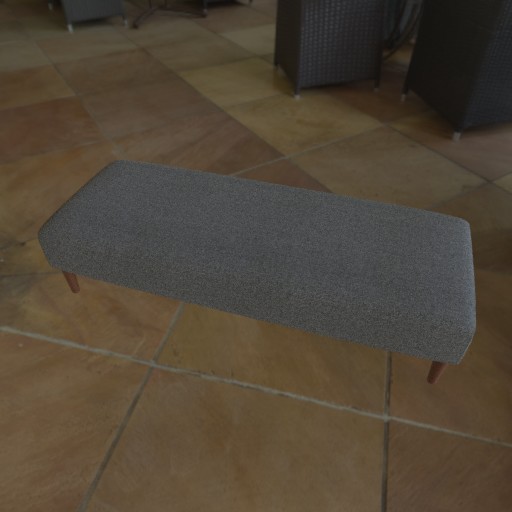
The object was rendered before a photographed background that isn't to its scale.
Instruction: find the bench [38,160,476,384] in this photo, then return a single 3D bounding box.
[{"bbox_3d":[0.000,0.000,1.834,1.598,0.384,0.631,12,43,13],"label":"bench"}]
